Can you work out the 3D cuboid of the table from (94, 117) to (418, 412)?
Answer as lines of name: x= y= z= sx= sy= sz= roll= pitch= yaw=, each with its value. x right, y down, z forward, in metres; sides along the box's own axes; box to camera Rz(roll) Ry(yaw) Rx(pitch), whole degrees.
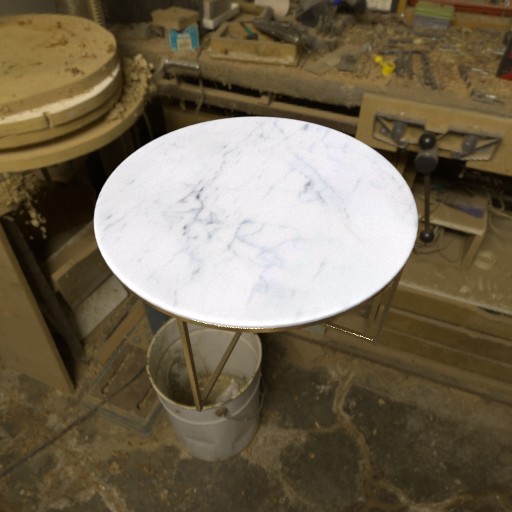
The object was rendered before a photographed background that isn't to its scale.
table: x=0.000 y=0.000 z=1.286 sx=0.800 sy=0.450 sz=0.800 roll=0 pitch=46 yaw=0
